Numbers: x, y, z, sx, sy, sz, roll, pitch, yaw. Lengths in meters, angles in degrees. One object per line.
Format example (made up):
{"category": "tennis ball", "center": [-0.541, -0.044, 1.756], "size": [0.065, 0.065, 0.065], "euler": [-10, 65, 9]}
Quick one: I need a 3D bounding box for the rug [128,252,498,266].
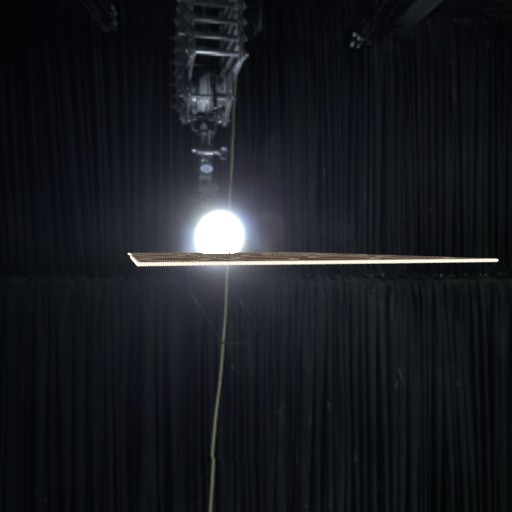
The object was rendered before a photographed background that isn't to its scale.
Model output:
{"category": "rug", "center": [0.000, 0.000, 2.788], "size": [1.526, 0.014, 2.290], "euler": [0, 1, -17]}
